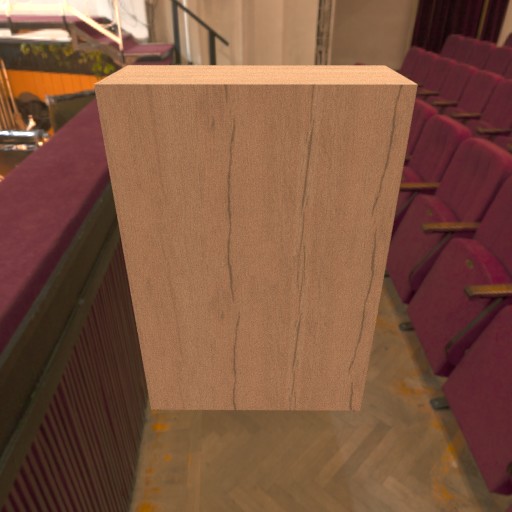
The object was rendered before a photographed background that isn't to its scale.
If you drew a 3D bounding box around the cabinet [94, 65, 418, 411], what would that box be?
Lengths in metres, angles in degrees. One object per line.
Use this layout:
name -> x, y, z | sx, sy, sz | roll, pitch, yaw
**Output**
cabinet -> 0.000, 0.000, 2.692 | 1.400, 2.070, 0.580 | 0, 31, 0
